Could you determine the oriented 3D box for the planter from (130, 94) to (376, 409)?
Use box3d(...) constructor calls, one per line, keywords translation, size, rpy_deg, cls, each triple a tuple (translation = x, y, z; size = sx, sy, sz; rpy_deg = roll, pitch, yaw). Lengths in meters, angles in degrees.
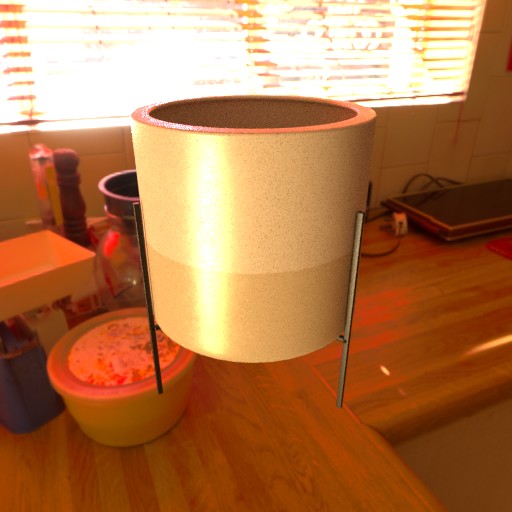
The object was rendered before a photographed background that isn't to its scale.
box3d(translation=(0.000, 0.000, 0.761), size=(0.368, 0.484, 0.359), rpy_deg=(18, 32, 32), cls="planter")
